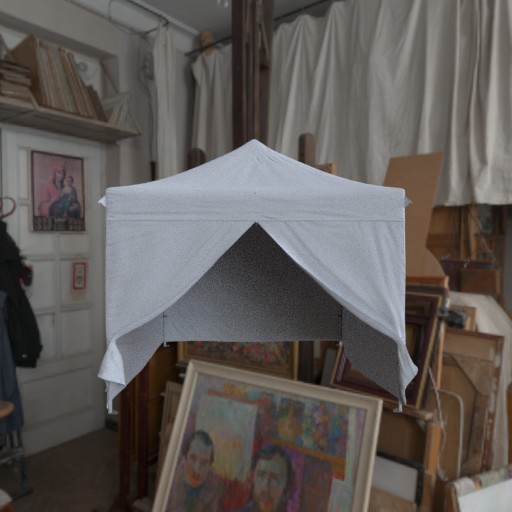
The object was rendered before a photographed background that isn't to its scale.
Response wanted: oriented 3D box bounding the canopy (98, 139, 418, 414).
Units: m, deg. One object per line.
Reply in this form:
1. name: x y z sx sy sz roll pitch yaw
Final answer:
1. canopy: 0.000 0.000 5.677 3.043 2.997 3.121 0 2 -1
